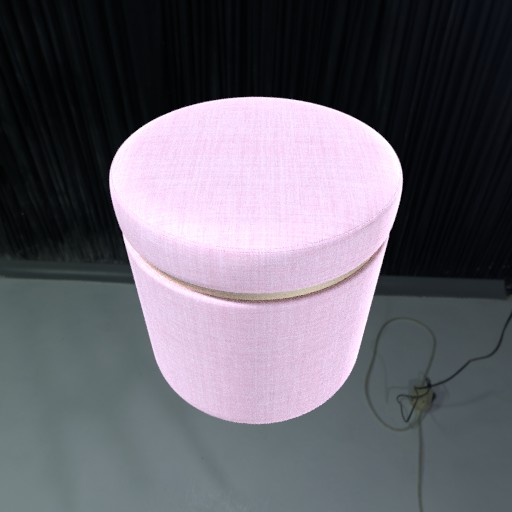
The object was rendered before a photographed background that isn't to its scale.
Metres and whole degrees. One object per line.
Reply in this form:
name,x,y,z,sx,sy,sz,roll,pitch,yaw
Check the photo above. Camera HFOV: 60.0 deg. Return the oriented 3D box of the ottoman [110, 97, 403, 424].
ottoman,0.000,0.000,0.738,0.400,0.406,0.400,0,42,0
